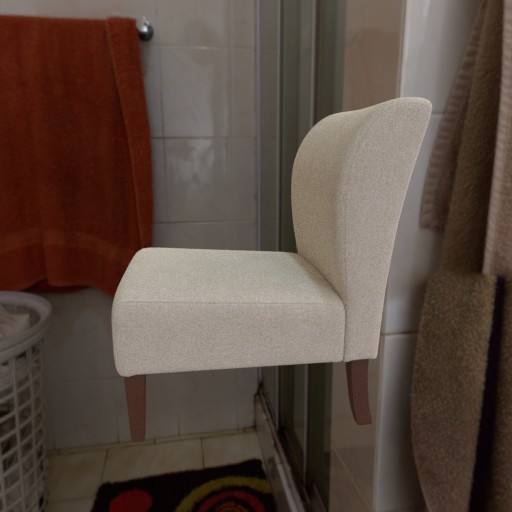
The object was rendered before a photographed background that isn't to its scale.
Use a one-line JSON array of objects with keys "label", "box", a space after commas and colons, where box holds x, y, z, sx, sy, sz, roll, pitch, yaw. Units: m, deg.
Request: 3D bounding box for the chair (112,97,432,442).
[{"label": "chair", "box": [0.000, 0.000, 1.283, 0.754, 0.833, 0.521, -2, 14, -8]}]
